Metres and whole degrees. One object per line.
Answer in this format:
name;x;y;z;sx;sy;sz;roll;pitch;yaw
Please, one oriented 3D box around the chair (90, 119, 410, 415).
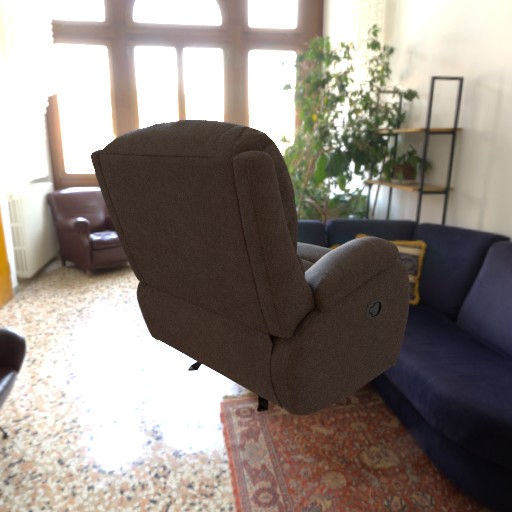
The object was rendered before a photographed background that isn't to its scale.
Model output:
chair;0.000;0.000;1.753;0.899;1.011;0.930;-14;20;-43
